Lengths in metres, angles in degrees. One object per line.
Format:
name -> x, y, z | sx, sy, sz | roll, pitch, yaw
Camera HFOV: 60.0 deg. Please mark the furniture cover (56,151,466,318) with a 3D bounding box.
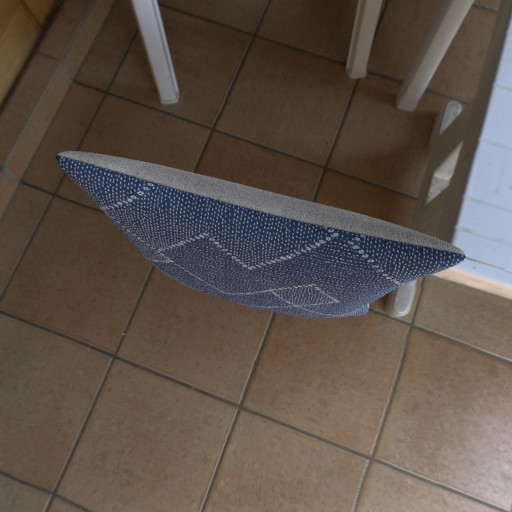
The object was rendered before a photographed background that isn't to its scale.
furniture cover -> 0.000, 0.000, 0.764 | 0.511, 0.503, 0.162 | 14, 77, 3
